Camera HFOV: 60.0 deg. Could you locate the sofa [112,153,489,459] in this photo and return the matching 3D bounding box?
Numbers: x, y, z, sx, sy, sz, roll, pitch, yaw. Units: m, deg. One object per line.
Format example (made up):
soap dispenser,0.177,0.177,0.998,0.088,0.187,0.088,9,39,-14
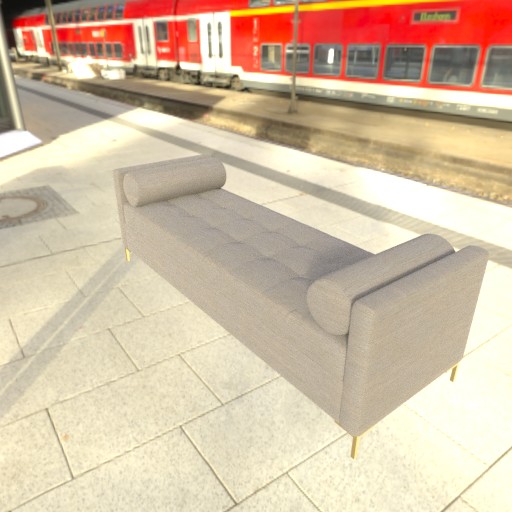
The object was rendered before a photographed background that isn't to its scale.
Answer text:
sofa,0.000,0.000,2.292,0.686,0.635,1.981,-19,32,-33
